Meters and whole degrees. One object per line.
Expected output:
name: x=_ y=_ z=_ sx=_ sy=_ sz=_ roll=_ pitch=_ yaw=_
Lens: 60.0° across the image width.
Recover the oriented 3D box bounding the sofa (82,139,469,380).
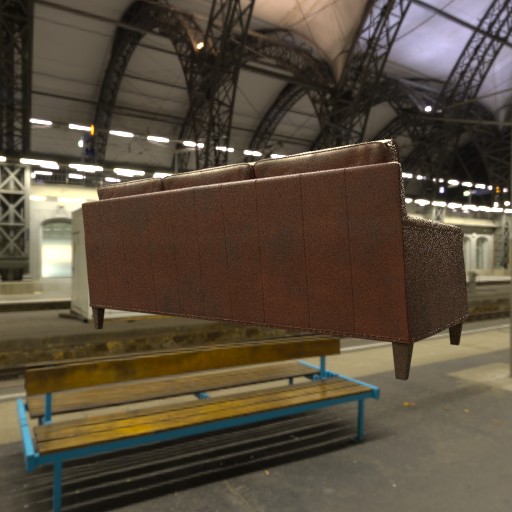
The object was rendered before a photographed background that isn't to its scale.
sofa: x=0.000 y=0.000 z=2.758 sx=2.240 sy=1.003 sz=1.084 roll=0 pitch=0 yaw=37
